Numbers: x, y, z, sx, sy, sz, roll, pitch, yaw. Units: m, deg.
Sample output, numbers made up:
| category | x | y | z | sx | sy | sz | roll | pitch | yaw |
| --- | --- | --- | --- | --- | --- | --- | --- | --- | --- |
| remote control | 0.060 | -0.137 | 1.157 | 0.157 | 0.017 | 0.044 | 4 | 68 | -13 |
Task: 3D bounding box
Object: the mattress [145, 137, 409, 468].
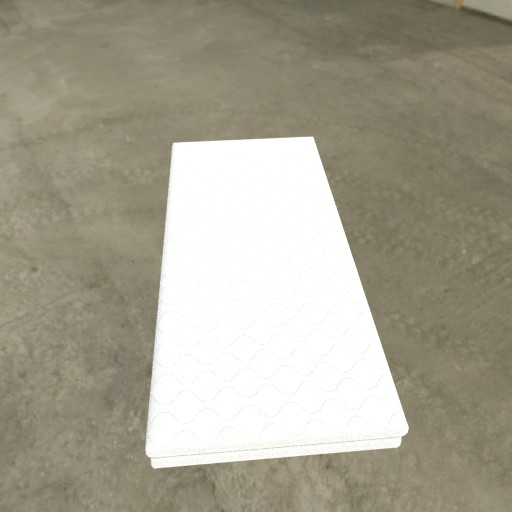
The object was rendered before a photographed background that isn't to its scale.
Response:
| category | x | y | z | sx | sy | sz | roll | pitch | yaw |
| --- | --- | --- | --- | --- | --- | --- | --- | --- | --- |
| mattress | 0.000 | 0.000 | 2.207 | 0.900 | 0.200 | 1.900 | -3 | 46 | -3 |
